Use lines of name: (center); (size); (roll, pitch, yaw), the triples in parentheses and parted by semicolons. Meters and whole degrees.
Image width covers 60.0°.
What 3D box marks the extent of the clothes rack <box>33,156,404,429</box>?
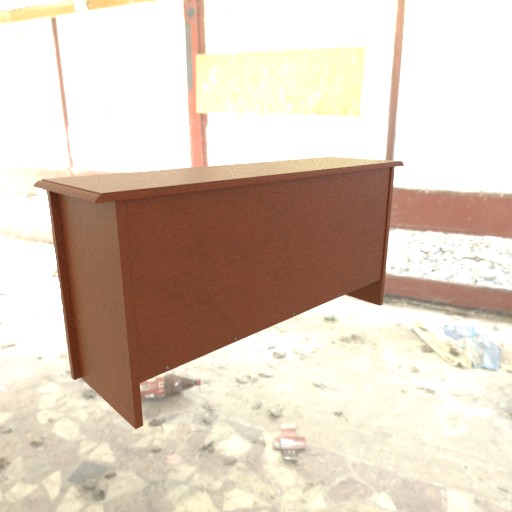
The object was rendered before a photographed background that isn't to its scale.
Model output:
clothes rack: (0.000, 0.000, 1.518); (1.251, 0.594, 0.362); (-15, 22, -42)
